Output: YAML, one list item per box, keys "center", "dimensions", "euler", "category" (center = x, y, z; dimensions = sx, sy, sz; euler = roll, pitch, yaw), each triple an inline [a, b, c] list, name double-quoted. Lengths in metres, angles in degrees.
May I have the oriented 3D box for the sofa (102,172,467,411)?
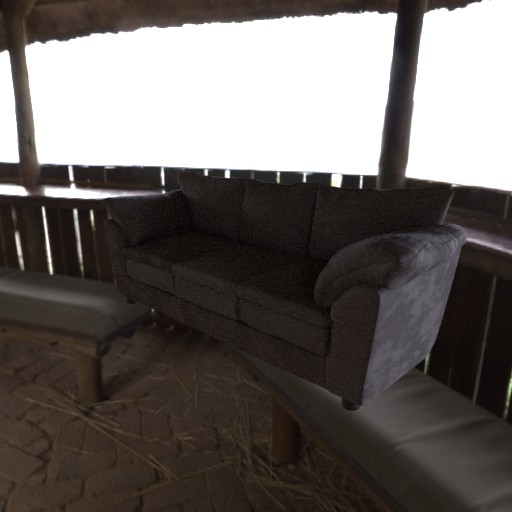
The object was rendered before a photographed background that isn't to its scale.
- center: [0.000, 0.000, 2.814]
  dimensions: [2.377, 0.981, 0.893]
  euler: [14, 21, 42]
  category: "sofa"
